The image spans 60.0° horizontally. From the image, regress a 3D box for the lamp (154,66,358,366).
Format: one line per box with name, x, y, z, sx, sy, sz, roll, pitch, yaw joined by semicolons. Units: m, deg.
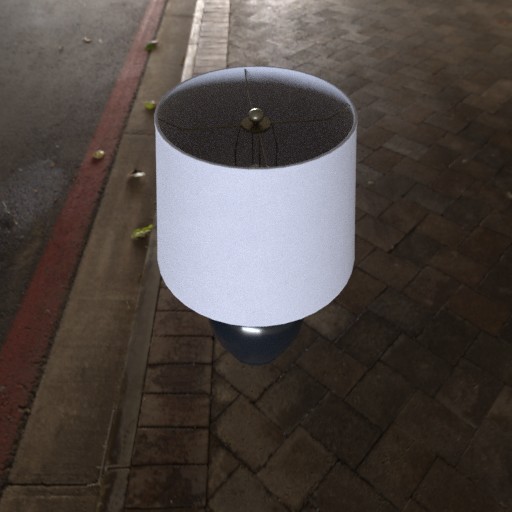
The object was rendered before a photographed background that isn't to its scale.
lamp;0.000;0.000;0.559;0.239;0.399;0.239;0;47;0
